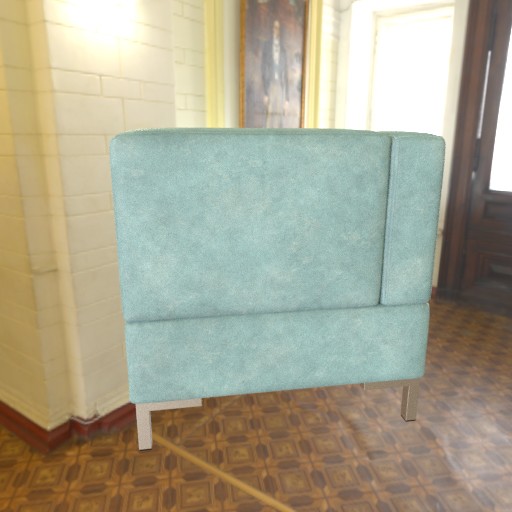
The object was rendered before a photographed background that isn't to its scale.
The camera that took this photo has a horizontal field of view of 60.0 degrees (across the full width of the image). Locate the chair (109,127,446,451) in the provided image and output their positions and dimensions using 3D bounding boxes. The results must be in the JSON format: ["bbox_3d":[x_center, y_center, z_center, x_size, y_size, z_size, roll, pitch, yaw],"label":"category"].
[{"bbox_3d":[0.000,0.000,1.217,0.684,0.660,0.691,-2,15,-9],"label":"chair"}]
